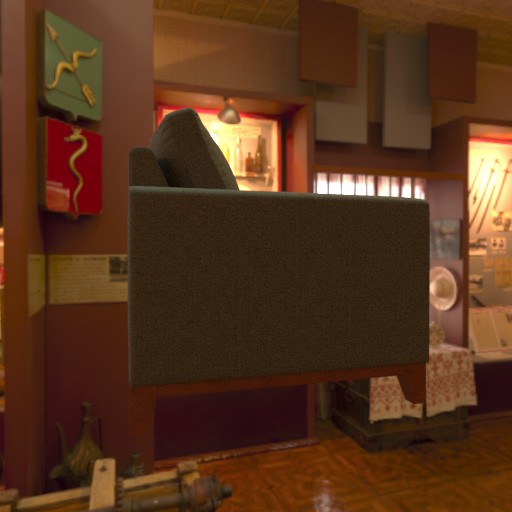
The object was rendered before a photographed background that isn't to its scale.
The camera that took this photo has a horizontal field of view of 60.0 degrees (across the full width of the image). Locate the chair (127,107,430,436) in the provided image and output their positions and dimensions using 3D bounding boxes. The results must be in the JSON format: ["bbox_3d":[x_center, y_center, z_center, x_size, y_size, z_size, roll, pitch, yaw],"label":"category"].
[{"bbox_3d":[0.000,0.000,1.869,1.038,1.010,1.024,0,1,-16],"label":"chair"}]
